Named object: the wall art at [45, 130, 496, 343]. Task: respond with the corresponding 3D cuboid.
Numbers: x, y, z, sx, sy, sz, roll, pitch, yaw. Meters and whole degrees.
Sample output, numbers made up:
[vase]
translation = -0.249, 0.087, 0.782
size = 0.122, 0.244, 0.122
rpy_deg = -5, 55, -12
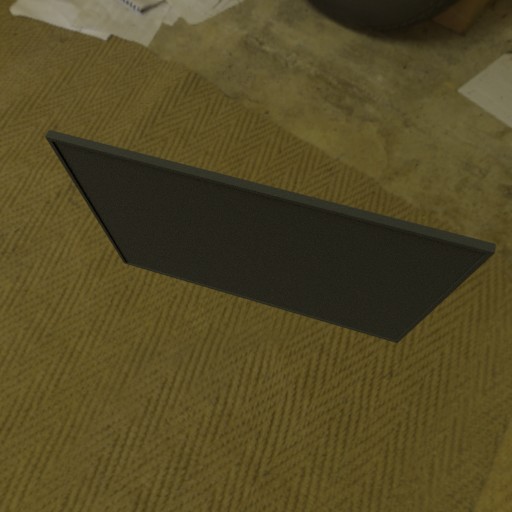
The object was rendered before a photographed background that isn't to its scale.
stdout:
[wall art]
translation = 0.000, 0.000, 1.489
size = 1.190, 0.805, 0.028
rpy_deg = 16, 65, 8
